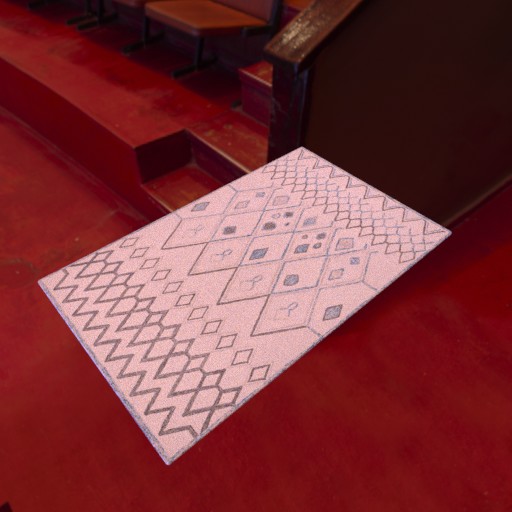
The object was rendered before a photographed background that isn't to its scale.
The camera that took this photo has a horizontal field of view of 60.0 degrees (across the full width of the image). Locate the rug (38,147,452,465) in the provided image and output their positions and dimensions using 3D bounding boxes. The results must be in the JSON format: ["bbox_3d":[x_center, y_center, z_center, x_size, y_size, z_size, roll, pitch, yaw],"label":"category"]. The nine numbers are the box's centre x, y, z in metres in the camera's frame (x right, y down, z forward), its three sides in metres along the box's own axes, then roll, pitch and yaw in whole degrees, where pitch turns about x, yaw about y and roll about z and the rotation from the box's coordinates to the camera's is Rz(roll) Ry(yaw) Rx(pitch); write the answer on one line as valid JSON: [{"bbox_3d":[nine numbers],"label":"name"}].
[{"bbox_3d":[0.000,0.000,3.038,2.439,0.015,1.524,-32,54,-27],"label":"rug"}]
